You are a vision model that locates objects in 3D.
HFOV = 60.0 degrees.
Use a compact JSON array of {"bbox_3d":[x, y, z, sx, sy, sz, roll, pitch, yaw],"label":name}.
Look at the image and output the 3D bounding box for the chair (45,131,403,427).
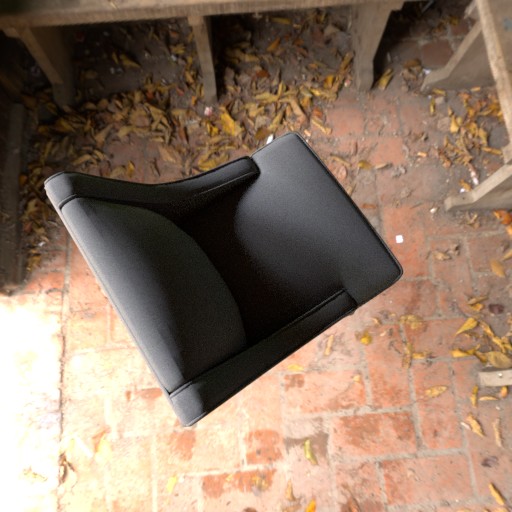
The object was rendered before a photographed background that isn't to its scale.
[{"bbox_3d":[0.000,0.000,1.379,0.747,0.867,0.631,-33,78,-8],"label":"chair"}]
